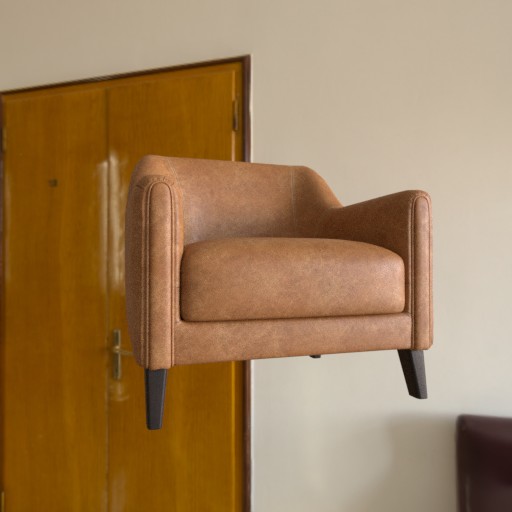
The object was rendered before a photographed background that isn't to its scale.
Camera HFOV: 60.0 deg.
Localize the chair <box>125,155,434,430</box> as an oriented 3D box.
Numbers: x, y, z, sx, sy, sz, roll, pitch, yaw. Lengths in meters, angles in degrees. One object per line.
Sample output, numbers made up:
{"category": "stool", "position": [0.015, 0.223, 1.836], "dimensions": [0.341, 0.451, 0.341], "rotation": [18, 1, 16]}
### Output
{"category": "chair", "position": [0.000, 0.000, 1.830], "dimensions": [1.037, 0.980, 1.034], "rotation": [0, -1, -18]}
